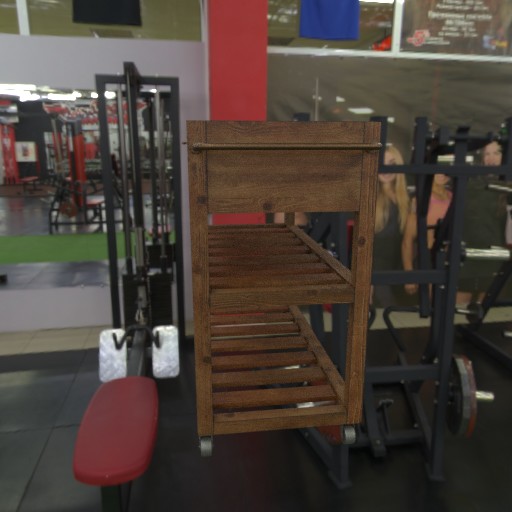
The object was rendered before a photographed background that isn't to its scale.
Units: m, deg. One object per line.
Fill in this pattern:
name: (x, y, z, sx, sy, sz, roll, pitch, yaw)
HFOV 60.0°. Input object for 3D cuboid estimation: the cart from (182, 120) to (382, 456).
cart: (0.000, 0.000, 1.495, 0.445, 0.830, 1.065, -2, 14, -7)
